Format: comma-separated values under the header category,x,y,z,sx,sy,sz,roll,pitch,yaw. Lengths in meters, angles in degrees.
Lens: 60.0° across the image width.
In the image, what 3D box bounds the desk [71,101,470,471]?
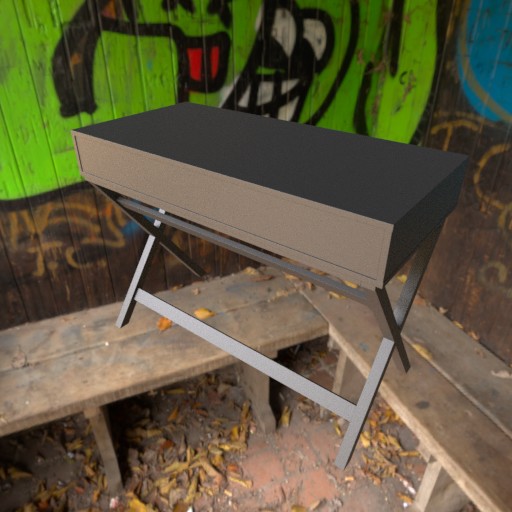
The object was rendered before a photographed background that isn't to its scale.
category,x,y,z,sx,sy,sz,roll,pitch,yaw
desk,0.000,0.000,1.486,1.057,0.780,0.525,22,38,31
